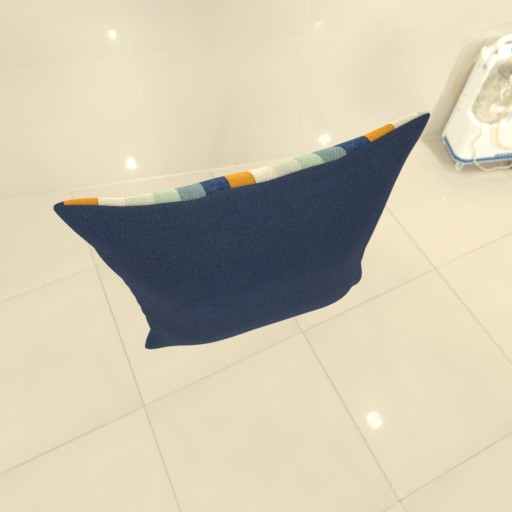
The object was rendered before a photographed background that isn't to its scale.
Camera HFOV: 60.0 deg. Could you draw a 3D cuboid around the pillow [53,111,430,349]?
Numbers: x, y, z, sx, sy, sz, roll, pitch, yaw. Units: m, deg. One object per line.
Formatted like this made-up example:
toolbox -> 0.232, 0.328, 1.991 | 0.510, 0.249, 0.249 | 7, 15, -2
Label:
pillow -> 0.000, 0.000, 0.710 | 0.463, 0.454, 0.173 | -16, 60, -10
